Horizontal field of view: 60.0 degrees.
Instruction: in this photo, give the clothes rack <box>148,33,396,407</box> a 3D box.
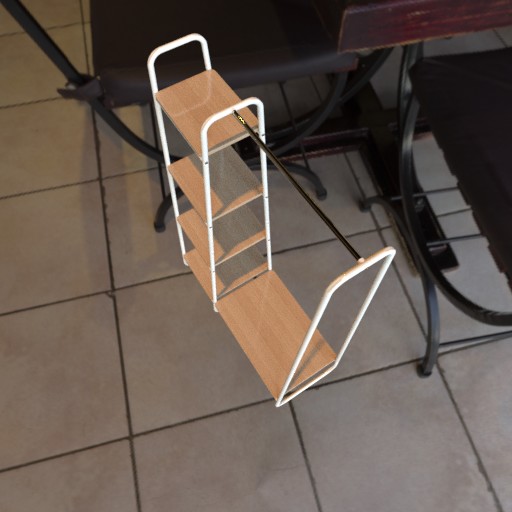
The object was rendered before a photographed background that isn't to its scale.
[{"bbox_3d":[0.000,0.000,1.948,0.400,1.500,1.011,-30,66,-15],"label":"clothes rack"}]
